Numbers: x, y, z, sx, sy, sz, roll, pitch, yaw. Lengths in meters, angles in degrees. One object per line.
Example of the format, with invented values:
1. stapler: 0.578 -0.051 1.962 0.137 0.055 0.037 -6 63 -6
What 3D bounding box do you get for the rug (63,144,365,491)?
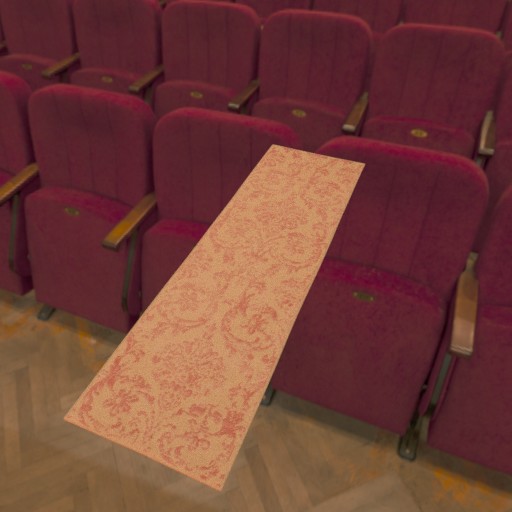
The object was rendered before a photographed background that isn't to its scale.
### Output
1. rug: 0.000 0.000 2.308 0.662 0.011 2.196 16 46 16
